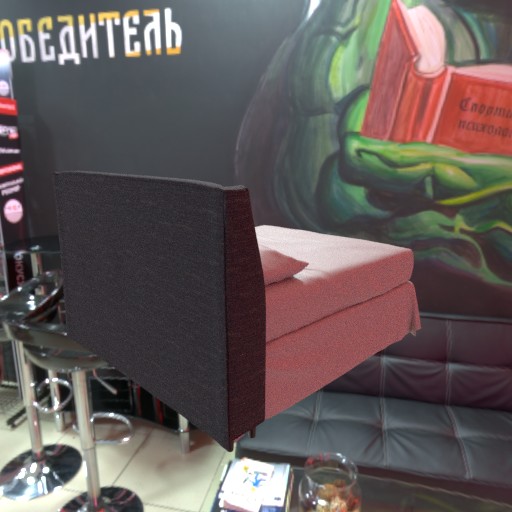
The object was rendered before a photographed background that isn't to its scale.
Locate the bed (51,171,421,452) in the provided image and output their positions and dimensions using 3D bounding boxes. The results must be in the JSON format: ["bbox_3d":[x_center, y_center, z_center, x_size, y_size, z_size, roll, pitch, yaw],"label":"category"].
[{"bbox_3d":[0.000,0.000,3.428,2.276,1.332,1.925,-13,19,-43],"label":"bed"}]
